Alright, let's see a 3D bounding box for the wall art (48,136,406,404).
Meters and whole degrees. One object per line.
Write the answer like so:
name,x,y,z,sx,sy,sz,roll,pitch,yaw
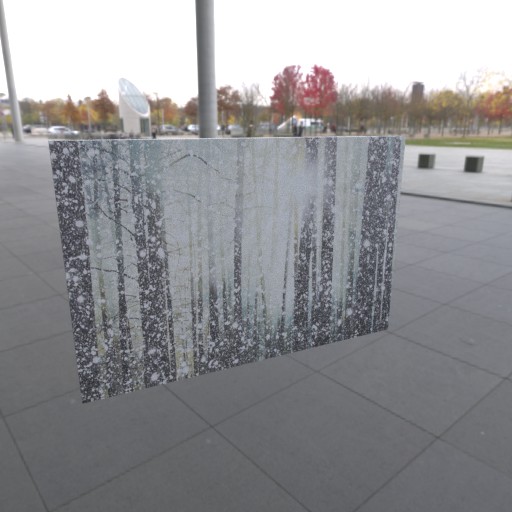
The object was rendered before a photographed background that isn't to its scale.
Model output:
wall art,0.000,0.000,1.161,0.919,0.598,0.038,-8,18,-24
